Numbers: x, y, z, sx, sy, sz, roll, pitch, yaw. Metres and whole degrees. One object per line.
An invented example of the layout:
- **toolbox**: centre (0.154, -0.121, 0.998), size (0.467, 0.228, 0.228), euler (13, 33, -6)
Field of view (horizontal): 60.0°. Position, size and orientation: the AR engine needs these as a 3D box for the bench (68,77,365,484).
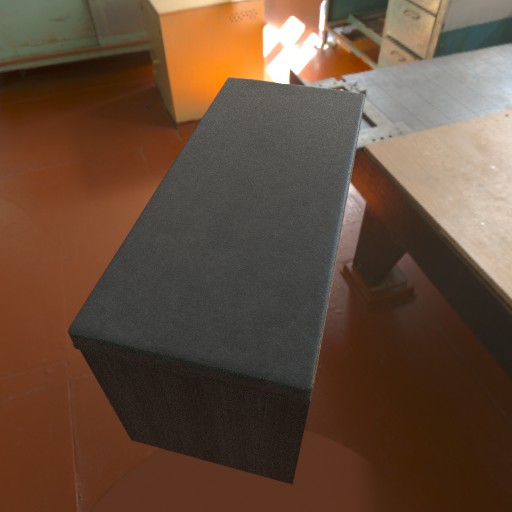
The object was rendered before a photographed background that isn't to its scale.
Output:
- **bench**: centre (0.000, 0.000, 1.151), size (0.401, 0.501, 0.905), euler (11, 49, 10)
